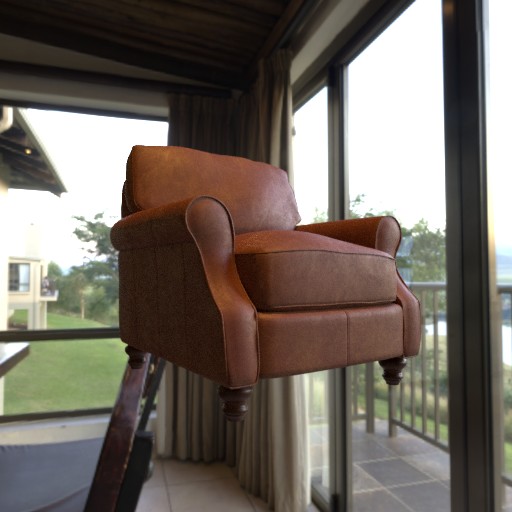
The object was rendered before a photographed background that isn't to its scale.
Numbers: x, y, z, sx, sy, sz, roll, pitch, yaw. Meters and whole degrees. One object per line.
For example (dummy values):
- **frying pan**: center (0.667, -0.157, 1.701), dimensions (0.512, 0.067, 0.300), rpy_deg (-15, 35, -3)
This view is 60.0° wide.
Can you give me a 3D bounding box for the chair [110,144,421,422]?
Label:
- **chair**: center (0.000, 0.000, 1.791), dimensions (0.983, 0.962, 0.986), rpy_deg (1, -2, -35)
